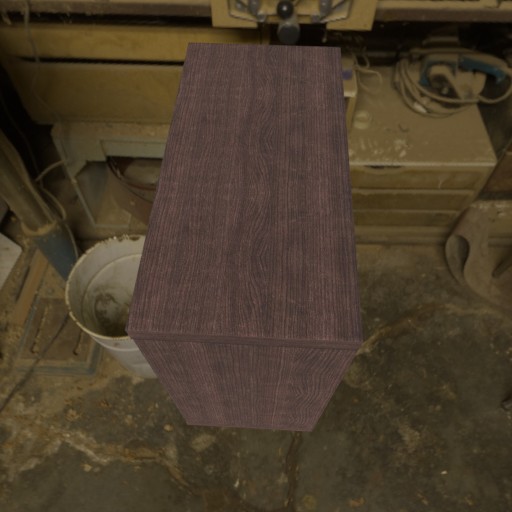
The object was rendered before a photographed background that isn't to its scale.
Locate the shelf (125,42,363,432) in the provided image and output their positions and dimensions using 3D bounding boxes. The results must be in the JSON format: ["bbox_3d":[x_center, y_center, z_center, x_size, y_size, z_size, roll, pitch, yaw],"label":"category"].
[{"bbox_3d":[0.000,0.000,1.266,0.390,0.786,0.790,3,58,2],"label":"shelf"}]
